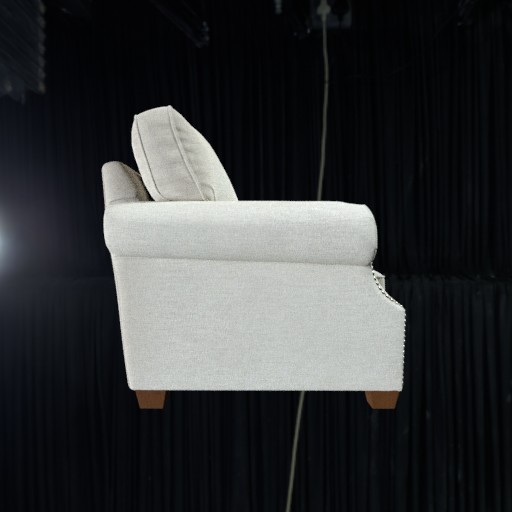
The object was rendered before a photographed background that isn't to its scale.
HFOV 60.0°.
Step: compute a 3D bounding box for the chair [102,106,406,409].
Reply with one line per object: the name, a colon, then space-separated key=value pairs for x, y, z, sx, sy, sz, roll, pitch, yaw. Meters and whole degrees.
chair: x=0.000 y=0.000 z=1.841 sx=0.965 sy=0.961 sz=1.092 roll=0 pitch=0 yaw=1
